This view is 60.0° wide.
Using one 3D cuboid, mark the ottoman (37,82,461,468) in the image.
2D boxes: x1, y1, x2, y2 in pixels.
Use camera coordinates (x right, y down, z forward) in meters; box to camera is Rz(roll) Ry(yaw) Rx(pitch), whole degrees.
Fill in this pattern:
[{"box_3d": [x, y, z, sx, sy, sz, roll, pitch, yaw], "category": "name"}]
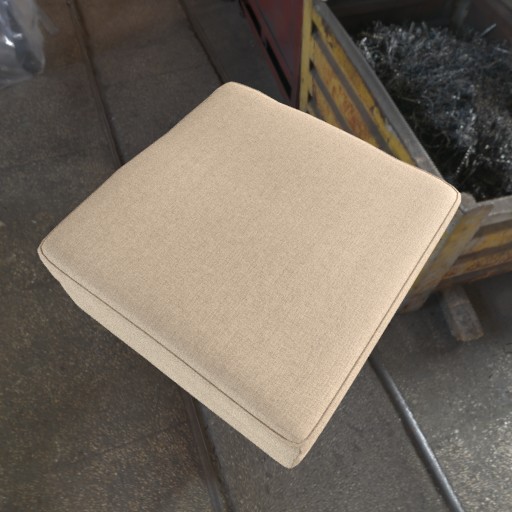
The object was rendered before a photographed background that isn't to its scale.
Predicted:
[{"box_3d": [0.000, 0.000, 1.328, 0.838, 0.503, 0.838, 32, 64, 18], "category": "ottoman"}]
